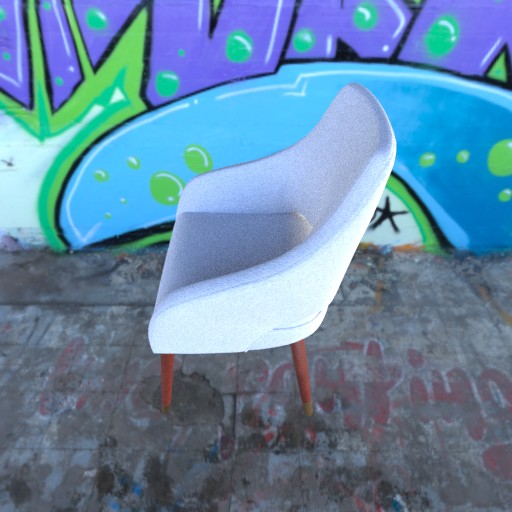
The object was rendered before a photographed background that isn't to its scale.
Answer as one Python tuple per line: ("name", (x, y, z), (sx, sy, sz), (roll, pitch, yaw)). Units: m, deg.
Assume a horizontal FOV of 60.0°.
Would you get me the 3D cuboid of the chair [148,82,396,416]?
("chair", (0.000, 0.000, 1.305), (0.600, 0.889, 0.609), (0, 40, 0))
